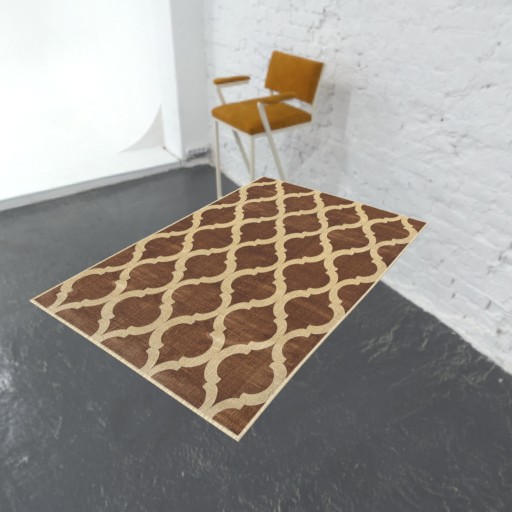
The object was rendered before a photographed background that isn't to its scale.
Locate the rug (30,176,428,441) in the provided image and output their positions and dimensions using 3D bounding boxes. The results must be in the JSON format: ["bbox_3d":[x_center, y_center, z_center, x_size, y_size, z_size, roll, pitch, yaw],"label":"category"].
[{"bbox_3d":[0.000,0.000,2.908,1.522,0.008,2.284,22,38,30],"label":"rug"}]
